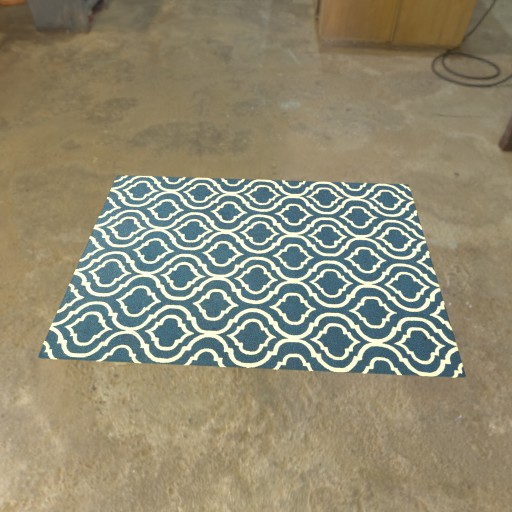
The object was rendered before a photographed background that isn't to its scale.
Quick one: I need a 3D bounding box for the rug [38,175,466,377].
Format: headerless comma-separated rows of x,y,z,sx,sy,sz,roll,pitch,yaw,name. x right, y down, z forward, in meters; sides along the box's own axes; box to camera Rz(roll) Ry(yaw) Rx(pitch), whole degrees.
0.000,0.000,2.722,2.134,0.010,1.524,2,47,2,rug
